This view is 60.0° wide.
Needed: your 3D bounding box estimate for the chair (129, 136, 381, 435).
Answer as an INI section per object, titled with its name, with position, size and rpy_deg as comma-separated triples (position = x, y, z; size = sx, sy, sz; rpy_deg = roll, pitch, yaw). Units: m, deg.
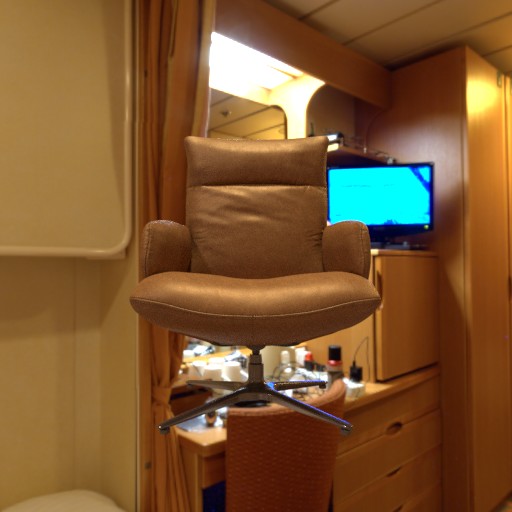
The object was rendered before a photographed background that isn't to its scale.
[chair]
position = 0.000, 0.000, 1.541
size = 0.711, 1.027, 0.794
rpy_deg = 0, -1, 1
